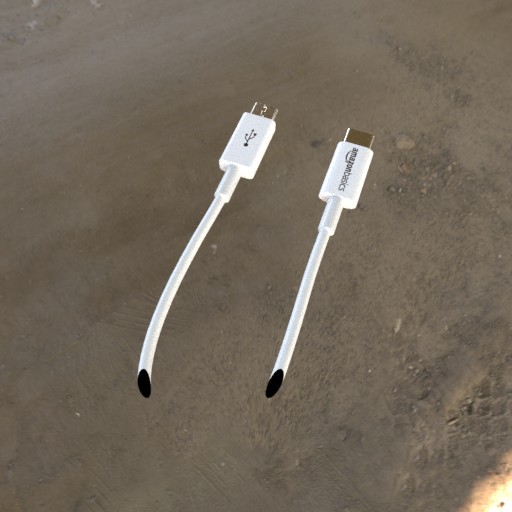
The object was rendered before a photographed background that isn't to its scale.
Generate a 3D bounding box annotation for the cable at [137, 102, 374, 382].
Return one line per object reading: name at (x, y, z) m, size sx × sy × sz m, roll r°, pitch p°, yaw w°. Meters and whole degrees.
cable at (0.000, 0.000, 0.114) m, size 0.040 × 0.006 × 0.098 m, roll 19°, pitch 65°, yaw 9°
